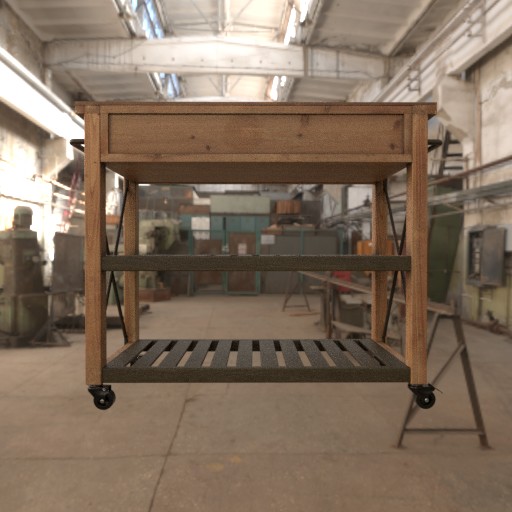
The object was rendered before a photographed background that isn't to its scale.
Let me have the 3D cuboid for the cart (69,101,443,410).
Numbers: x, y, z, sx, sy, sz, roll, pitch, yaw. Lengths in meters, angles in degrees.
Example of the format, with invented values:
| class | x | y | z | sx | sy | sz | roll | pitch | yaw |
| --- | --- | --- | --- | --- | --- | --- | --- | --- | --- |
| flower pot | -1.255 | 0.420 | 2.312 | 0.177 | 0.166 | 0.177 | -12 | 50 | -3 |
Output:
| class | x | y | z | sx | sy | sz | roll | pitch | yaw |
| --- | --- | --- | --- | --- | --- | --- | --- | --- | --- |
| cart | 0.000 | 0.000 | 0.942 | 0.686 | 0.554 | 0.298 | 0 | 1 | 0 |
